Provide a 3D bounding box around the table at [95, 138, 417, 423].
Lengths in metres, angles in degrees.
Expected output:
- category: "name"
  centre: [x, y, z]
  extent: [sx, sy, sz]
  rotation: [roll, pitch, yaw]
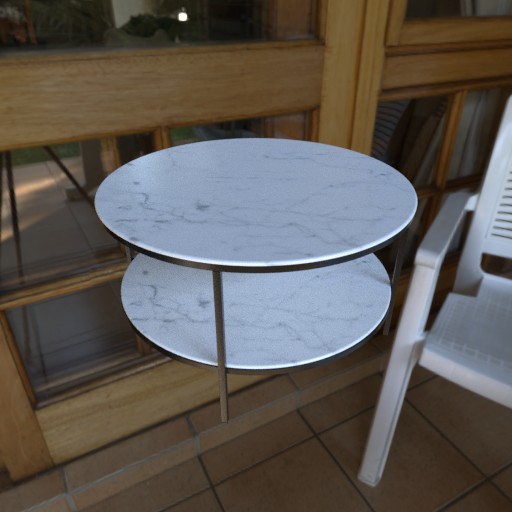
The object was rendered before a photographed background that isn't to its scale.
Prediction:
- category: "table"
  centre: [0.000, 0.000, 1.265]
  extent: [0.800, 0.450, 0.800]
  rotation: [0, 31, 0]
